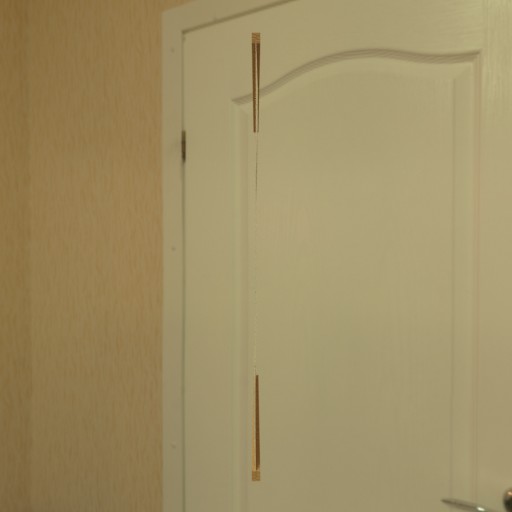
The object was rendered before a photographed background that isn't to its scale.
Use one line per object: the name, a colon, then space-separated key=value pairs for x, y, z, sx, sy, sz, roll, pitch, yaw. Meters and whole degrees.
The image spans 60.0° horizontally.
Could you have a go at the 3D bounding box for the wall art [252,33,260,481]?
wall art: x=0.000 y=0.000 z=0.828 sx=0.011 sy=0.605 sz=0.458 roll=0 pitch=1 yaw=0
